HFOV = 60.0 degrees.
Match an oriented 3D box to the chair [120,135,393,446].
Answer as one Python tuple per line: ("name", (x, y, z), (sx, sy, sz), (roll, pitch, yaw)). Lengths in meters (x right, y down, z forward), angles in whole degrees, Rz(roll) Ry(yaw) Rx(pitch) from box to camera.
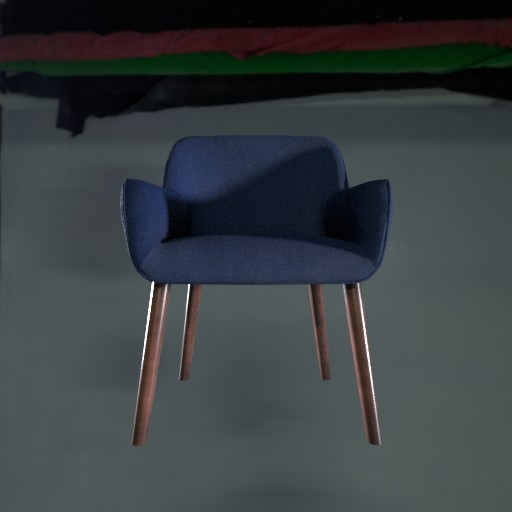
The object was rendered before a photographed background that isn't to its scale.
("chair", (0.000, 0.000, 1.242), (0.600, 0.820, 0.600), (0, 0, -1))
